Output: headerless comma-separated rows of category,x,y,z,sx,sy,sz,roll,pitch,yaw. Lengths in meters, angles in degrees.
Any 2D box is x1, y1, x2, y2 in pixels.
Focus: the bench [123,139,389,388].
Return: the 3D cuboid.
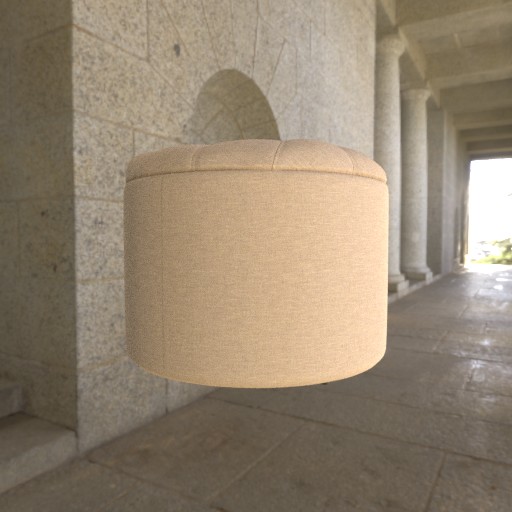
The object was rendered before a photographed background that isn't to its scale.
bench,0.000,0.000,1.051,0.600,0.454,0.600,0,2,0
